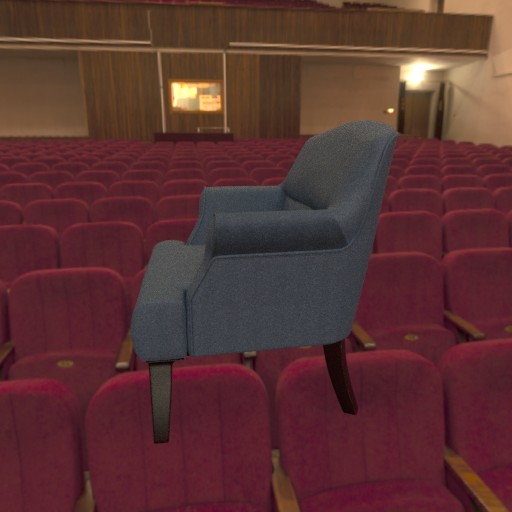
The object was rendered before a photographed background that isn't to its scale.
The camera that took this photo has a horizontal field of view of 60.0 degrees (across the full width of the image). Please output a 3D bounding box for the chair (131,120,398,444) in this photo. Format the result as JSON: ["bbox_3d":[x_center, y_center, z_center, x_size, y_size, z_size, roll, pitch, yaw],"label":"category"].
[{"bbox_3d":[0.000,0.000,1.492,0.754,0.878,0.770,-2,15,-8],"label":"chair"}]
